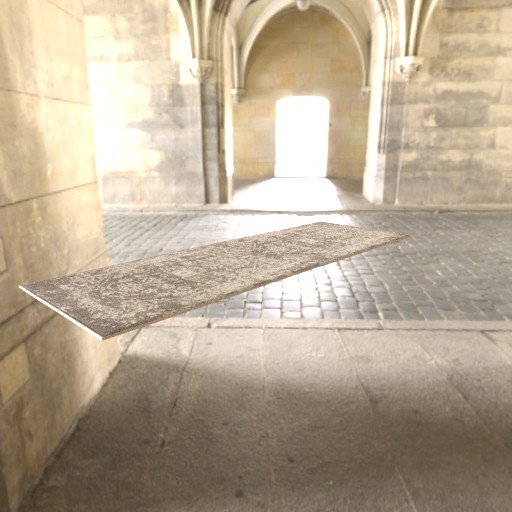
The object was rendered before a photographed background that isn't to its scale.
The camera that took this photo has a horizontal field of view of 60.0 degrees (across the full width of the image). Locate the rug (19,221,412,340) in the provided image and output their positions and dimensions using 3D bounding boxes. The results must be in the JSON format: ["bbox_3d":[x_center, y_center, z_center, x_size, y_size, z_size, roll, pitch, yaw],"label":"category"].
[{"bbox_3d":[0.000,0.000,2.726,0.855,0.017,2.452,14,21,43],"label":"rug"}]
